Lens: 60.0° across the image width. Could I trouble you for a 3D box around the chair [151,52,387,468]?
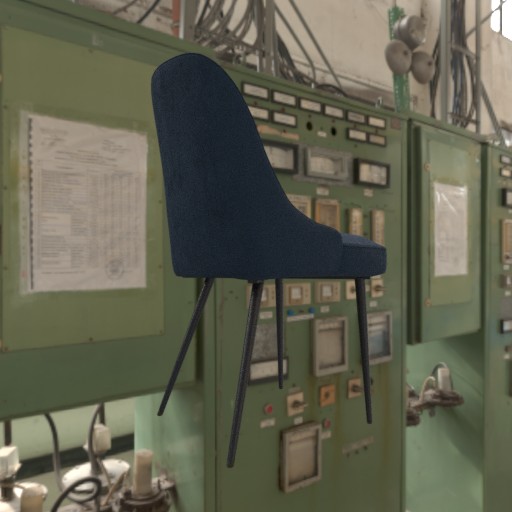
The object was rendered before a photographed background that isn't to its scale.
[{"bbox_3d":[0.000,0.000,1.203,0.559,0.896,0.478,0,0,-35],"label":"chair"}]
